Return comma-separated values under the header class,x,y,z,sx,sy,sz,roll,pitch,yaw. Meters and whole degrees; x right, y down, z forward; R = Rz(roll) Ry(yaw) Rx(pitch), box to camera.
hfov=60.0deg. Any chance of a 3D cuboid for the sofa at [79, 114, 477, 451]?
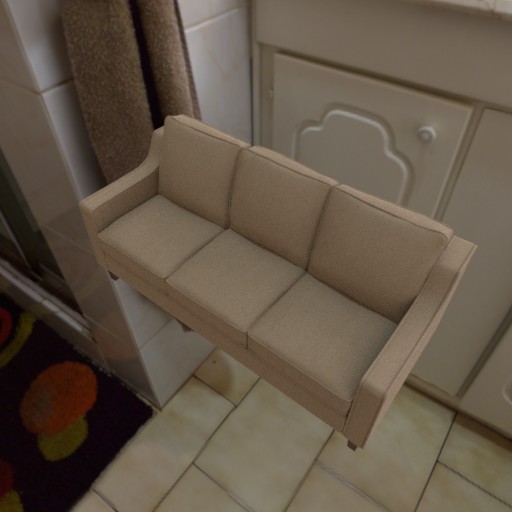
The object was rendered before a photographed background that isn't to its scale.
class,x,y,z,sx,sy,sz,roll,pitch,yaw
sofa,0.000,0.000,2.528,1.986,0.974,0.911,29,52,26
